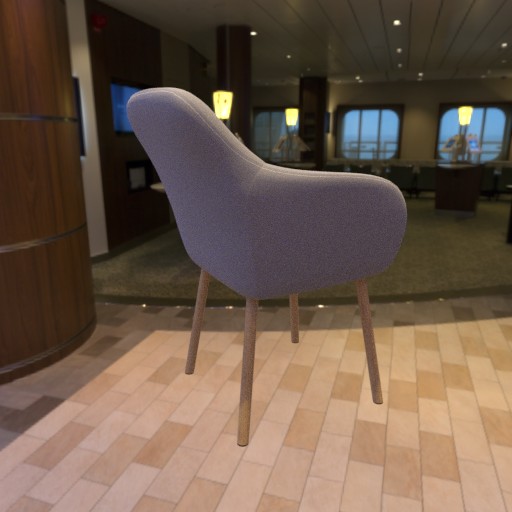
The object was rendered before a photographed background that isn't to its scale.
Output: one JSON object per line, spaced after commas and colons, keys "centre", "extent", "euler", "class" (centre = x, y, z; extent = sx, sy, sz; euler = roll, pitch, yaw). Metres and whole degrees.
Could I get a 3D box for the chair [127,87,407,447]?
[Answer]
{"centre": [0.000, 0.000, 1.212], "extent": [0.590, 0.830, 0.570], "euler": [-8, 17, -27], "class": "chair"}
